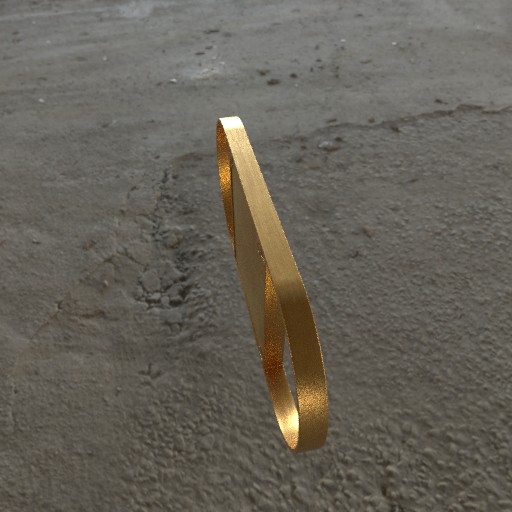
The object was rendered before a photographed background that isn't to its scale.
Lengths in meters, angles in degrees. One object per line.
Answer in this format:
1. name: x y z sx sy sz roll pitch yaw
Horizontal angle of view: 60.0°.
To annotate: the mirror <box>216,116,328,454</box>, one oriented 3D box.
1. mirror: 0.000 0.000 0.684 0.032 0.254 0.584 -9 47 -8
